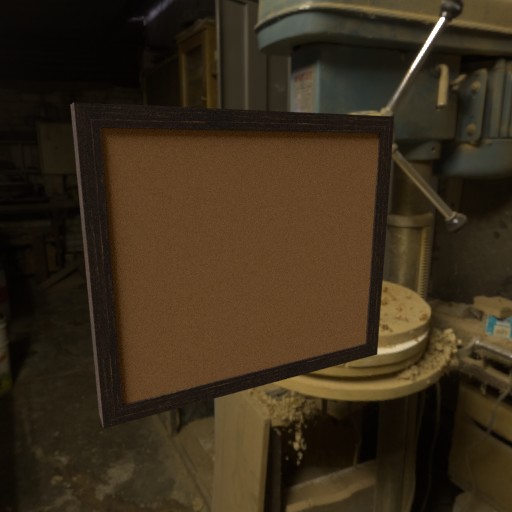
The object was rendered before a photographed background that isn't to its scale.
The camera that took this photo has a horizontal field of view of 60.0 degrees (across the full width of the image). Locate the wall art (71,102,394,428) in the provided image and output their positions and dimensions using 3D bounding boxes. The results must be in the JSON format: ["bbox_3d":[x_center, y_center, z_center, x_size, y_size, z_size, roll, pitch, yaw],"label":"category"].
[{"bbox_3d":[0.000,0.000,0.532,0.381,0.330,0.031,-7,15,-27],"label":"wall art"}]
